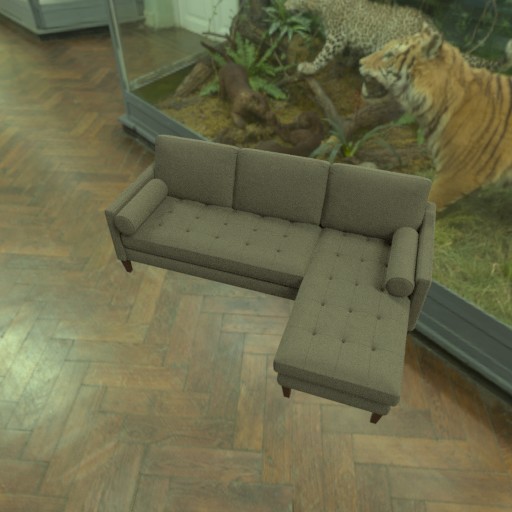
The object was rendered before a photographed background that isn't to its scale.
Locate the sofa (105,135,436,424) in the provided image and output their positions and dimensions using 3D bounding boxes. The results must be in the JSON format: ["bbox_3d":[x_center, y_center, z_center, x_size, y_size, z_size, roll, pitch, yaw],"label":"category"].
[{"bbox_3d":[0.000,0.000,2.948,2.178,0.875,1.506,13,43,14],"label":"sofa"}]
